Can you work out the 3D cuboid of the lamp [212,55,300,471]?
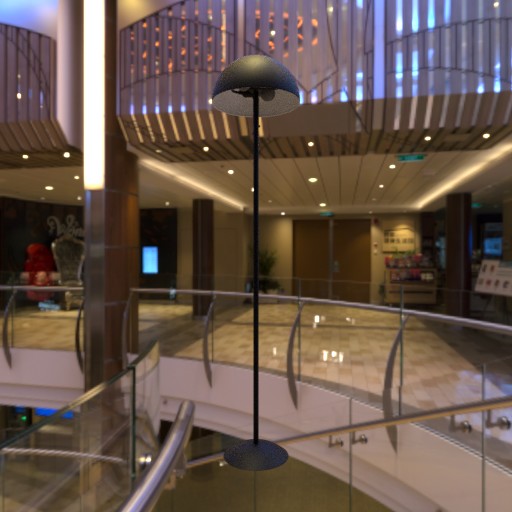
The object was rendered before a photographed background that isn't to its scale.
[{"bbox_3d":[0.000,0.000,1.646,0.328,1.480,0.328,0,0,-35],"label":"lamp"}]
